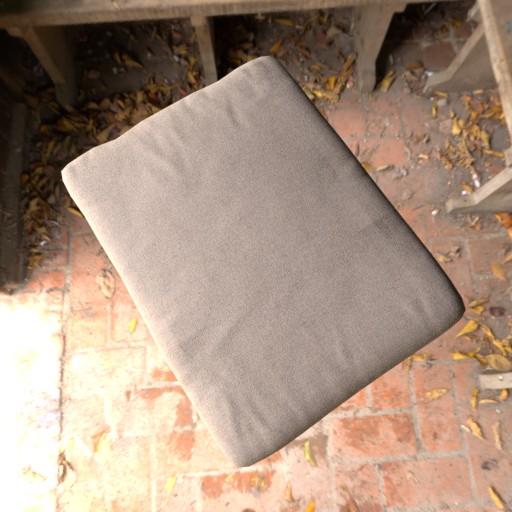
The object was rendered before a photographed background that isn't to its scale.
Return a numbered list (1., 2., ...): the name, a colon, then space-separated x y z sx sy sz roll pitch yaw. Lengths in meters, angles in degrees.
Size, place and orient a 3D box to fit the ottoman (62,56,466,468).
1. ottoman: 0.000 0.000 1.307 0.692 0.511 0.902 -32 78 -8
